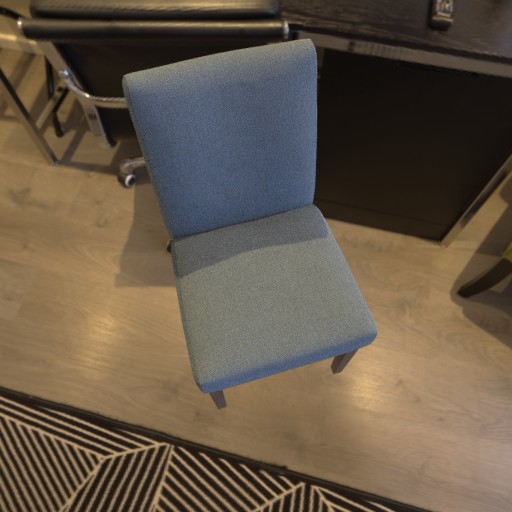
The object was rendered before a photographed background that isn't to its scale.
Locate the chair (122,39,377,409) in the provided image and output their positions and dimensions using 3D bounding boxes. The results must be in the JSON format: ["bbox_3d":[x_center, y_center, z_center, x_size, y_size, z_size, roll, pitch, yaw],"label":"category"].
[{"bbox_3d":[0.000,0.000,1.238,0.487,0.882,0.629,-15,64,-7],"label":"chair"}]
